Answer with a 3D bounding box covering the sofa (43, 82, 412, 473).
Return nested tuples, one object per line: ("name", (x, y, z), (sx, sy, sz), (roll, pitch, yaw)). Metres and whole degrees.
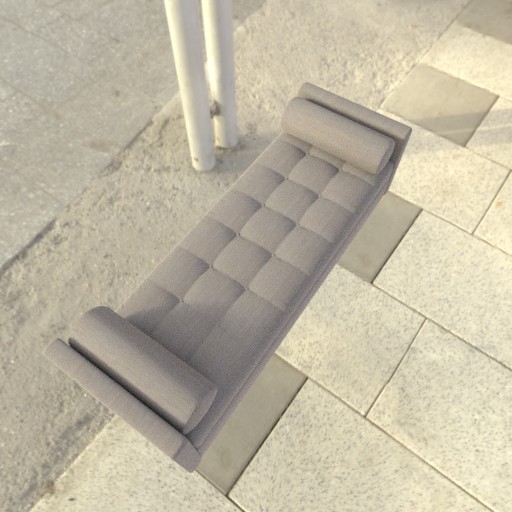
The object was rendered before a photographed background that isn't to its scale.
("sofa", (0.000, 0.000, 2.305), (0.686, 0.635, 1.981), (31, 64, 17))
